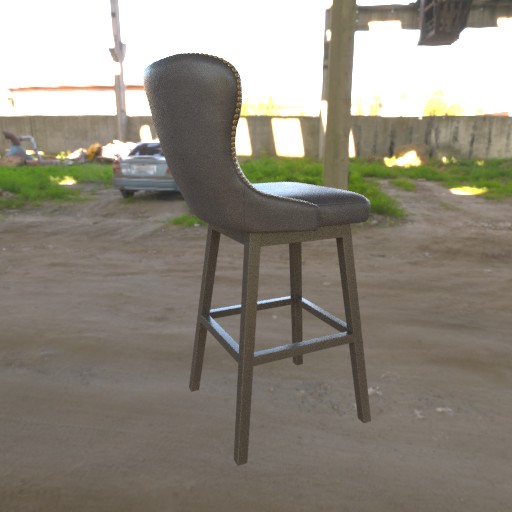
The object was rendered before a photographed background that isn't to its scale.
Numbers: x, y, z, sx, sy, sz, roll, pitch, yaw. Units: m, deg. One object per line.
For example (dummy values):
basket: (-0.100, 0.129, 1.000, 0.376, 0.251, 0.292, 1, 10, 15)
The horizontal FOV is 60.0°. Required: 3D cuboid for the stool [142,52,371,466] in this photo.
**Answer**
stool: (0.000, 0.000, 1.341, 0.601, 1.050, 0.528, -7, 16, -25)
